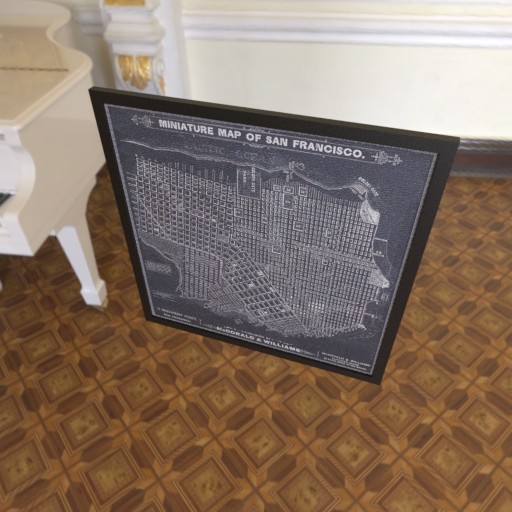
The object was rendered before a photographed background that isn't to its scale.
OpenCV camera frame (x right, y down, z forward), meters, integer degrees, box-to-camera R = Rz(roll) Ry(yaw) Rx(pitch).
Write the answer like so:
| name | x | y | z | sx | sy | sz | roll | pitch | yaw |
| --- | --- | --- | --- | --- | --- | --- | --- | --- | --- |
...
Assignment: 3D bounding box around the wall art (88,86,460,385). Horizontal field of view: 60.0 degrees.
| name | x | y | z | sx | sy | sz | roll | pitch | yaw |
| --- | --- | --- | --- | --- | --- | --- | --- | --- | --- |
| wall art | 0.000 | 0.000 | 1.193 | 0.807 | 0.807 | 0.022 | 13 | 43 | 14 |
